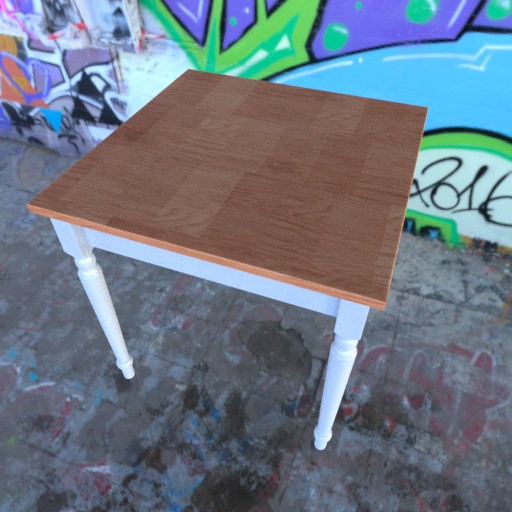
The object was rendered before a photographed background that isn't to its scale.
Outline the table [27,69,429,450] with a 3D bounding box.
[{"bbox_3d":[0.000,0.000,1.341,0.747,0.738,0.747,15,47,15],"label":"table"}]
